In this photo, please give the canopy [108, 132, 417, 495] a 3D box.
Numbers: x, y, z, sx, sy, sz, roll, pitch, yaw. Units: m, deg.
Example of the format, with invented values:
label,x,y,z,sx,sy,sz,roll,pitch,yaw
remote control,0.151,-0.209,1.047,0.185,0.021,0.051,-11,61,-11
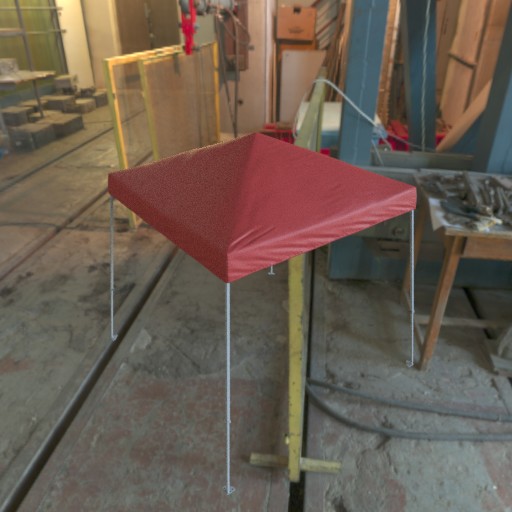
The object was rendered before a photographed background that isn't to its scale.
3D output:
label,x,y,z,sx,sy,sz,roll,pitch,yaw
canopy,0.000,0.000,6.515,3.600,3.600,3.599,-20,35,-32
